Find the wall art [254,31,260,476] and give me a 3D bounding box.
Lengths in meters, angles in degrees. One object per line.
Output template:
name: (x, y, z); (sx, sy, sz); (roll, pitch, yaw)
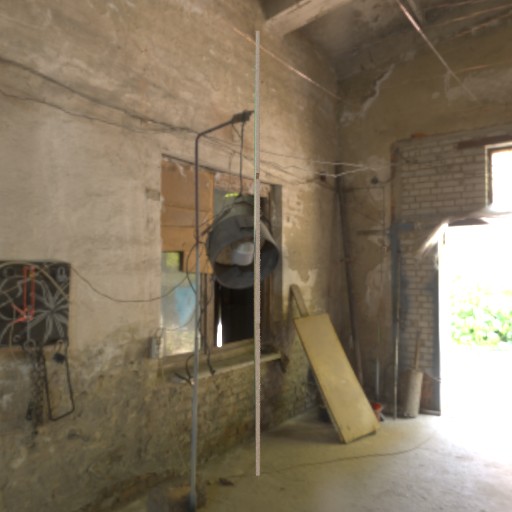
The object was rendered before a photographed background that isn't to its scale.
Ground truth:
wall art: (0.000, 0.000, 2.259); (0.014, 1.507, 1.519); (0, -1, 0)
